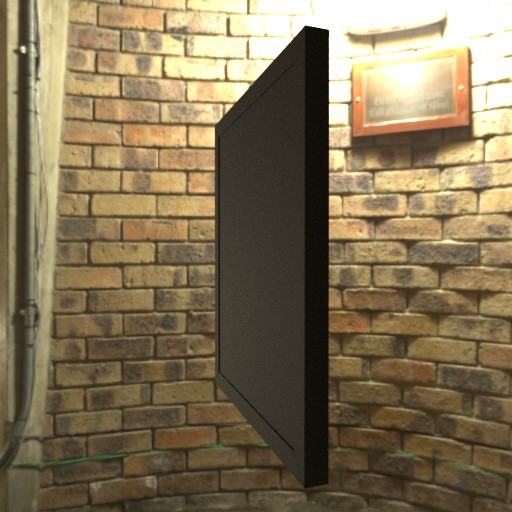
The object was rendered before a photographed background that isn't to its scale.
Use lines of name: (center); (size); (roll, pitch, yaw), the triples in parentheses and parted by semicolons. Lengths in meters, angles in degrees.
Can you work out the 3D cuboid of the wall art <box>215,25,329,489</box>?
wall art: (0.000, 0.000, 0.755); (0.033, 0.559, 0.457); (0, 1, -19)
